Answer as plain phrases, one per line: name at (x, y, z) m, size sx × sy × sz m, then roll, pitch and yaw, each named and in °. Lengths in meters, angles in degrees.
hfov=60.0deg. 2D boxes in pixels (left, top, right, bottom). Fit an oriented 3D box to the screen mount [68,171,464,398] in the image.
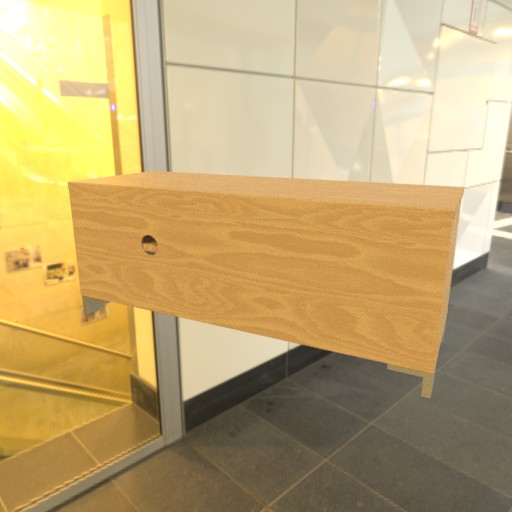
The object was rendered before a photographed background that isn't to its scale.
screen mount at (0.000, 0.000, 1.342) m, size 1.084 × 0.432 × 0.406 m, roll 8°, pitch 18°, yaw 26°
